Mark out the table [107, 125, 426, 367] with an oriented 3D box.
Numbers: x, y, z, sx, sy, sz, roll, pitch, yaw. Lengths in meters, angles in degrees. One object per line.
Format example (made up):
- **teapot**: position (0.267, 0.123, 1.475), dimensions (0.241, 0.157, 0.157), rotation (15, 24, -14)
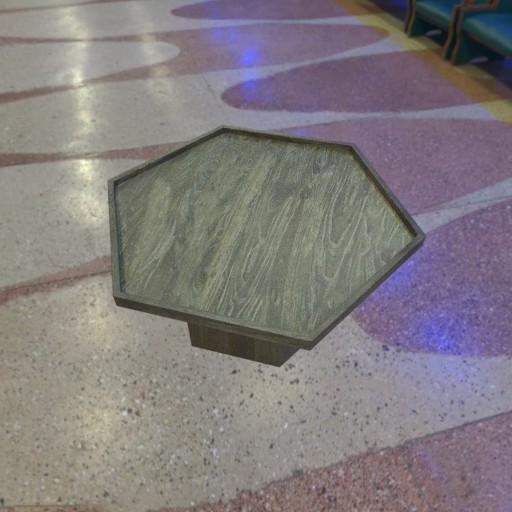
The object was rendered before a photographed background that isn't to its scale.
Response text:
- **table**: position (0.000, 0.000, 1.676), dimensions (0.966, 0.488, 1.115), rotation (-11, 47, -10)
